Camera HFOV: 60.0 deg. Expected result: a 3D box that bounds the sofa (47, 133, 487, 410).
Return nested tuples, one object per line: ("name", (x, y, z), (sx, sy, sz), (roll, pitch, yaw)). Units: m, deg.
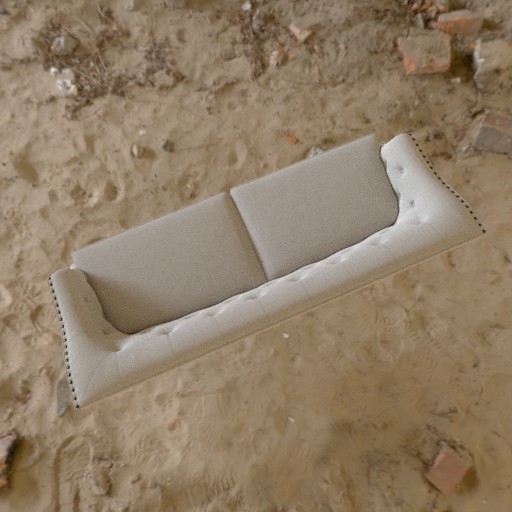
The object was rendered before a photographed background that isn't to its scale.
("sofa", (0.000, 0.000, 2.673), (2.235, 0.901, 0.914), (-22, 77, -6))
